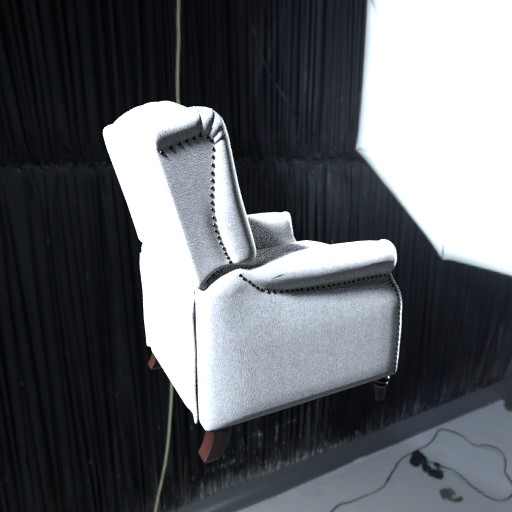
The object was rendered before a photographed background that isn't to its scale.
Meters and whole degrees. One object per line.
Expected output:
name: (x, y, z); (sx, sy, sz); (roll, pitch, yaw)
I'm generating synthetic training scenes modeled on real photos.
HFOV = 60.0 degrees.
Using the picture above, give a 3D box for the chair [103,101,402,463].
chair: (0.000, 0.000, 1.608); (0.902, 1.035, 0.742); (-8, 17, -26)
